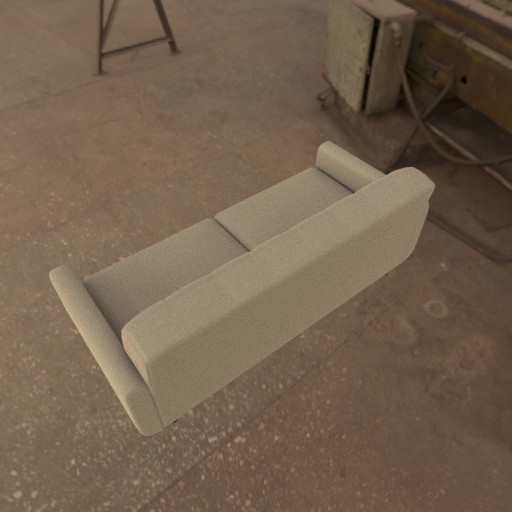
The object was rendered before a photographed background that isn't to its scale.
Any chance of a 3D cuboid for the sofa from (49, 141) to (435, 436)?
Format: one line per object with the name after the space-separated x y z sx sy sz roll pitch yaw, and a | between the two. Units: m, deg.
0.000 0.000 2.712 2.137 0.892 0.980 -29 53 -25 | sofa
